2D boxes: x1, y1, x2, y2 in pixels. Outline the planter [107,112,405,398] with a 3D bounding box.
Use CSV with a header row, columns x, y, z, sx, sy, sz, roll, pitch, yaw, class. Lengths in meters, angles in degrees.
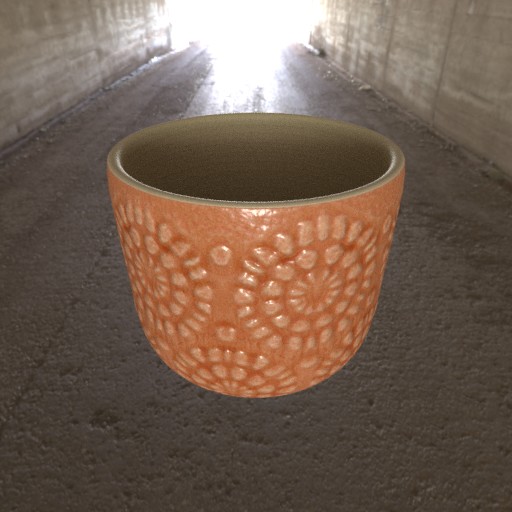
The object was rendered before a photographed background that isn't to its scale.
x,y,z,sx,sy,sz,roll,pitch,yaw,class
0.000,0.000,0.216,0.124,0.109,0.124,0,31,0,planter
